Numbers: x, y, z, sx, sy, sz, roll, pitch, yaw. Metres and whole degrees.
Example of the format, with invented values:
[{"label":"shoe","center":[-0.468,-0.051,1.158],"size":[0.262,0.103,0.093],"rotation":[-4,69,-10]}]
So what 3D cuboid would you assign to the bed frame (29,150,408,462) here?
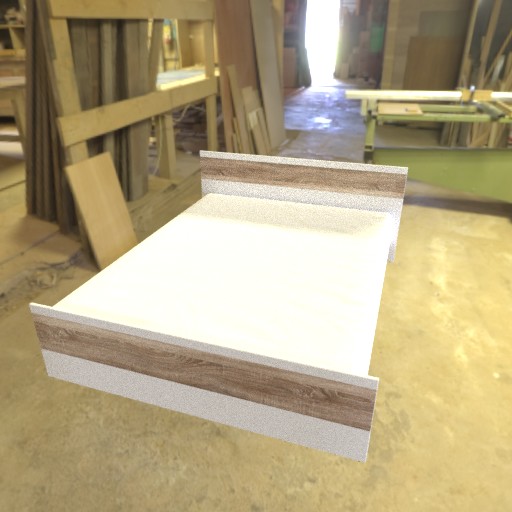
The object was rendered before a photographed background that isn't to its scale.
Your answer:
[{"label":"bed frame","center":[0.000,0.000,2.895],"size":[1.720,0.800,2.060],"rotation":[9,28,17]}]
